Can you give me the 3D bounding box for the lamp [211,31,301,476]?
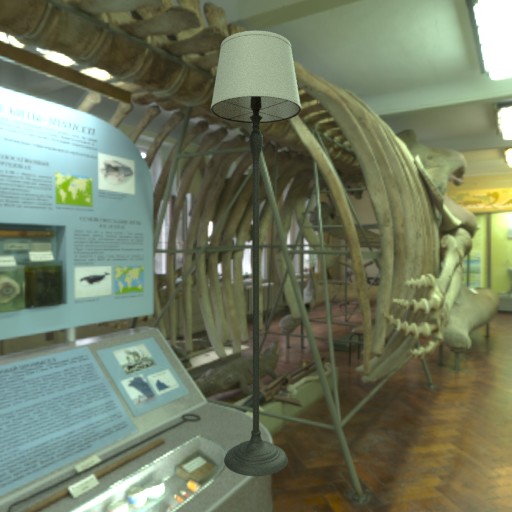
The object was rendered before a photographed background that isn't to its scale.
[{"bbox_3d":[0.000,0.000,1.620,0.327,1.506,0.327,0,1,1],"label":"lamp"}]
